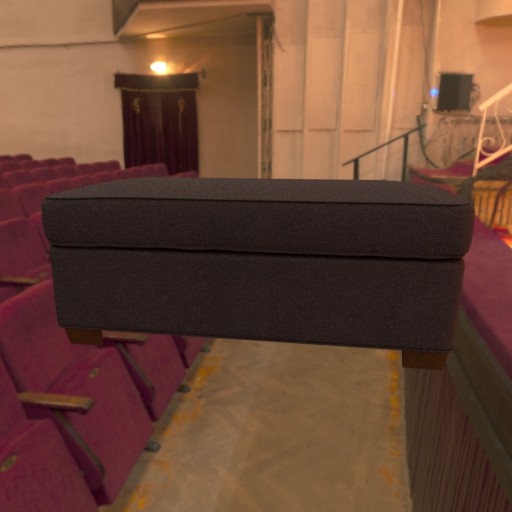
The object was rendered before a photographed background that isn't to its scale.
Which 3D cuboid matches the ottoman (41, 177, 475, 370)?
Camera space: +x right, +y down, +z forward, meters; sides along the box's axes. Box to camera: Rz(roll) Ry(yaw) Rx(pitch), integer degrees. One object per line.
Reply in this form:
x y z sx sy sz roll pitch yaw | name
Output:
0.000 0.000 1.369 1.110 0.460 0.515 2 15 8 | ottoman
